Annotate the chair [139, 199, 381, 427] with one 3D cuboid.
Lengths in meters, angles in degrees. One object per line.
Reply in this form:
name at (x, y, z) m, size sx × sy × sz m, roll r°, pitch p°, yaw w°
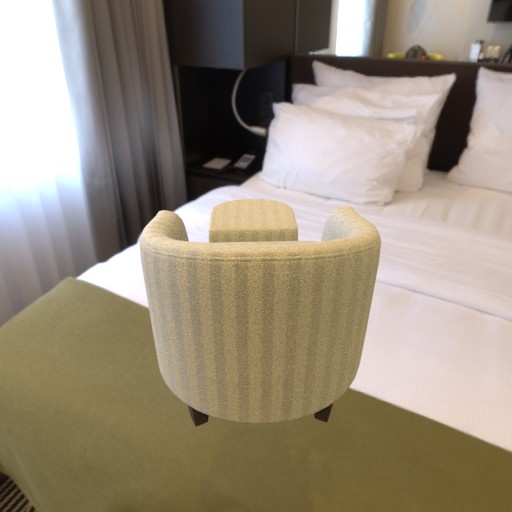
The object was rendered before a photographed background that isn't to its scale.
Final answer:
chair at (0.000, 0.000, 1.777) m, size 0.756 × 0.757 × 1.288 m, roll -1°, pitch 30°, yaw -2°
